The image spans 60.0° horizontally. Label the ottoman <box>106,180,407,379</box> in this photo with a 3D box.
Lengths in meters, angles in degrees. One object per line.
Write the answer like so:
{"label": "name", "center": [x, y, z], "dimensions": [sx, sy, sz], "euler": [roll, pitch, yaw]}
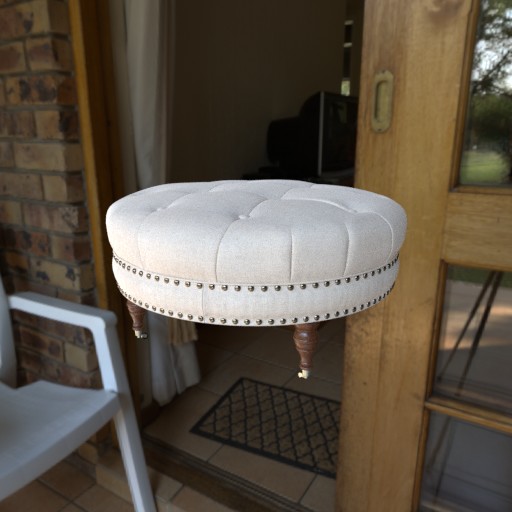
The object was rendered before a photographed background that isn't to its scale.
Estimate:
{"label": "ottoman", "center": [0.000, 0.000, 1.490], "dimensions": [0.940, 0.483, 0.940], "euler": [0, 16, 0]}
